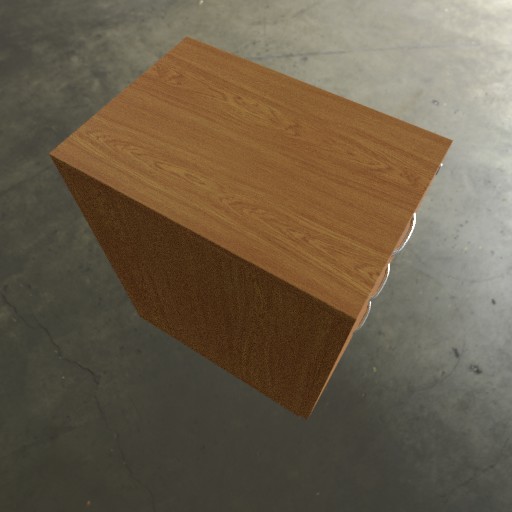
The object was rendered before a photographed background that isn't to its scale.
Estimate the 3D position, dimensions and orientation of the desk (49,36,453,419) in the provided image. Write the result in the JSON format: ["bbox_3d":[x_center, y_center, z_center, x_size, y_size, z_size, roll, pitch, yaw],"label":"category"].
[{"bbox_3d":[0.000,0.000,1.091,0.600,0.730,0.404,28,63,16],"label":"desk"}]
